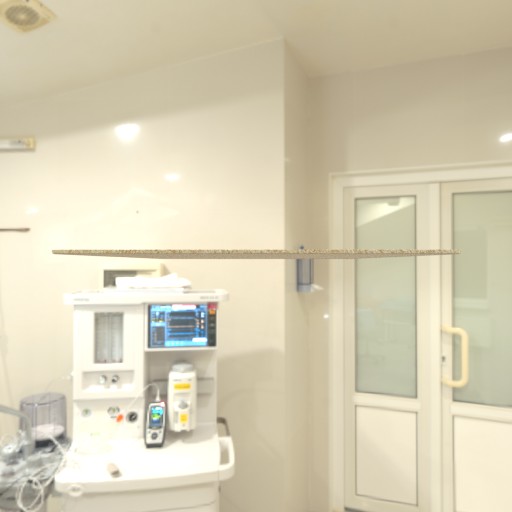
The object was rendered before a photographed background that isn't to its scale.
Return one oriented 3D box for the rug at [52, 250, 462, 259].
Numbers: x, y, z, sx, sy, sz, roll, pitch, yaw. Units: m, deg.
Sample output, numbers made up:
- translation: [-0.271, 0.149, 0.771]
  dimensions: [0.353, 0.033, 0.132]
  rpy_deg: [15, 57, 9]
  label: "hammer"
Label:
- translation: [0.000, 0.000, 4.049]
  dimensions: [2.401, 0.025, 3.001]
  rpy_deg: [0, -1, 0]
  label: "rug"
